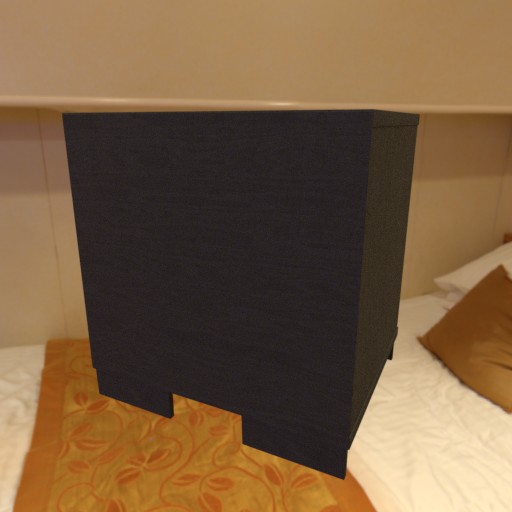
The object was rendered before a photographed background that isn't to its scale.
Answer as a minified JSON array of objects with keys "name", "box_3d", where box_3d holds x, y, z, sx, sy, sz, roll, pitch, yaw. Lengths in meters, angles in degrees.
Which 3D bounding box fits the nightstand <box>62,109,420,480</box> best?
[{"name":"nightstand","box_3d":[0.000,0.000,0.731,0.427,0.448,0.347,8,19,25]}]
